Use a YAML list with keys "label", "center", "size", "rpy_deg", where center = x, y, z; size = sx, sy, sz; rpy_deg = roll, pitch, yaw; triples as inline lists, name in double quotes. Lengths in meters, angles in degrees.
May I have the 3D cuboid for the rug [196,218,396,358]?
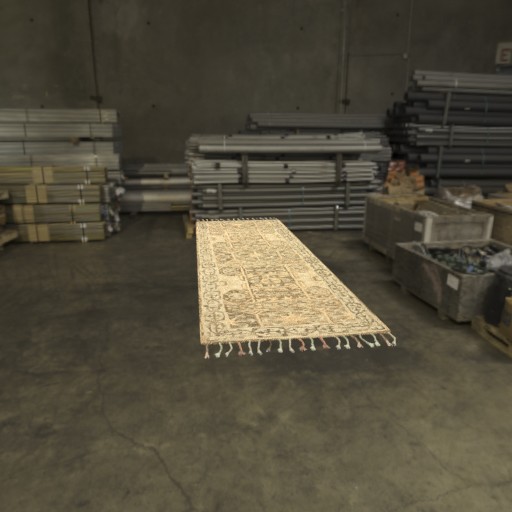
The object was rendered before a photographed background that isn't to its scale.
- label: "rug"
  center: [0.000, 0.000, 2.896]
  size: [0.762, 0.011, 2.664]
  rpy_deg: [-2, 16, -8]
